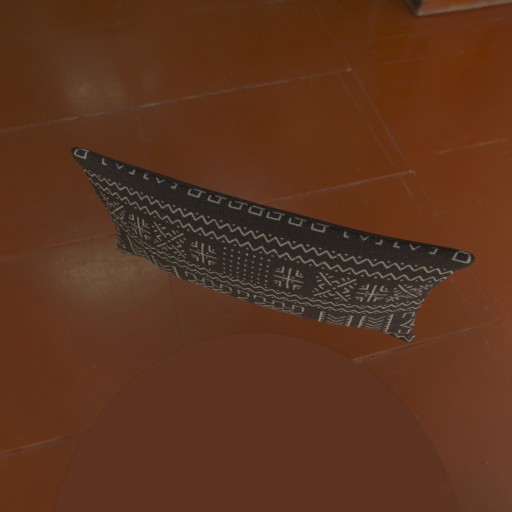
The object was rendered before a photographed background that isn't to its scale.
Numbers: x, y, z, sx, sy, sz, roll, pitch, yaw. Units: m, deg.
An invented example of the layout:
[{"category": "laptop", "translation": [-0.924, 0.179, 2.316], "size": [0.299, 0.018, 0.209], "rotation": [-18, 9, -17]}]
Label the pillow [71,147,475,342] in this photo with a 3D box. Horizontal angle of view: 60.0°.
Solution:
[{"category": "pillow", "translation": [0.000, 0.000, 0.811], "size": [0.667, 0.322, 0.135], "rotation": [16, 60, 10]}]
